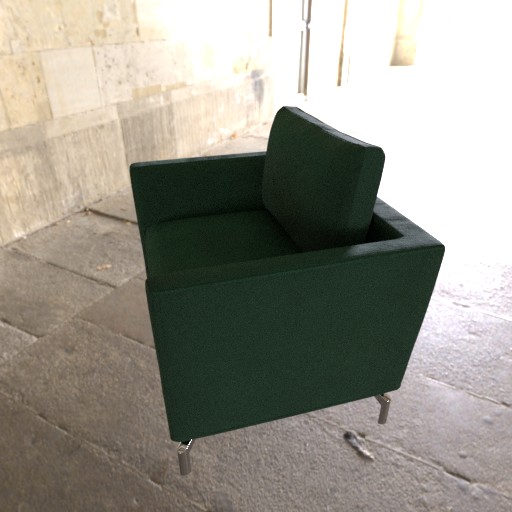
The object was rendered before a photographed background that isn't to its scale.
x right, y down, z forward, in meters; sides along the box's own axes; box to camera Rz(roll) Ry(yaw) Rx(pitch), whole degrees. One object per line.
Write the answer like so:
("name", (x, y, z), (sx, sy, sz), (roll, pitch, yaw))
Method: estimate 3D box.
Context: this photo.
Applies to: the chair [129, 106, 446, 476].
("chair", (0.000, 0.000, 1.717), (0.852, 0.997, 1.047), (-8, 30, -14))
